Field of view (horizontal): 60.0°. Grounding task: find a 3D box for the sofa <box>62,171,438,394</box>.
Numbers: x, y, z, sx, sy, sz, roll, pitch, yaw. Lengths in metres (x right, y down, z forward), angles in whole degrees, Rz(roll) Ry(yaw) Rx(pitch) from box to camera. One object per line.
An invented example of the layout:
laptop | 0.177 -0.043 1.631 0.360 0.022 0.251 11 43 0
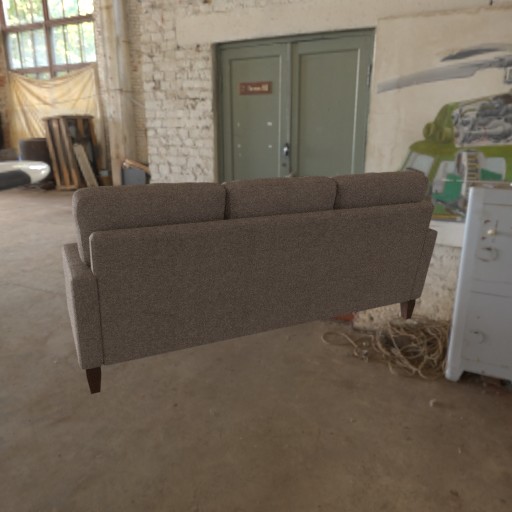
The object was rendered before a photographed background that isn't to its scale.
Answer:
sofa | 0.000 0.000 2.671 2.115 0.984 0.888 -8 17 -25
